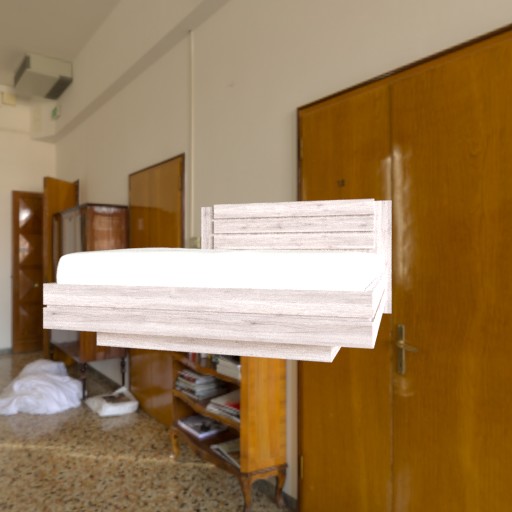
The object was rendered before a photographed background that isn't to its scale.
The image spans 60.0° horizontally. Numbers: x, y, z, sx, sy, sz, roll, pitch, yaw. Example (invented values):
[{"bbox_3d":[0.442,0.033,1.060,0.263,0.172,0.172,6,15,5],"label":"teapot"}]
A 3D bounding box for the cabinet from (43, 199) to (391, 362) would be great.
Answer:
[{"bbox_3d":[0.000,0.000,3.035,1.750,0.970,2.080,0,0,18],"label":"cabinet"}]
